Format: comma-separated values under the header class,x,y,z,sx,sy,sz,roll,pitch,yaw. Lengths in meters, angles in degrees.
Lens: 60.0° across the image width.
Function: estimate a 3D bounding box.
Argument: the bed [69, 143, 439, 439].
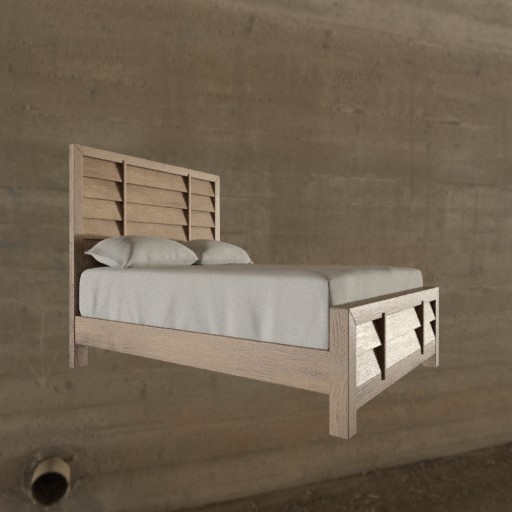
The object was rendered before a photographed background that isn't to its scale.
class,x,y,z,sx,sy,sz,roll,pitch,yaw
bed,0.000,0.000,3.259,2.197,1.626,1.626,0,0,36
